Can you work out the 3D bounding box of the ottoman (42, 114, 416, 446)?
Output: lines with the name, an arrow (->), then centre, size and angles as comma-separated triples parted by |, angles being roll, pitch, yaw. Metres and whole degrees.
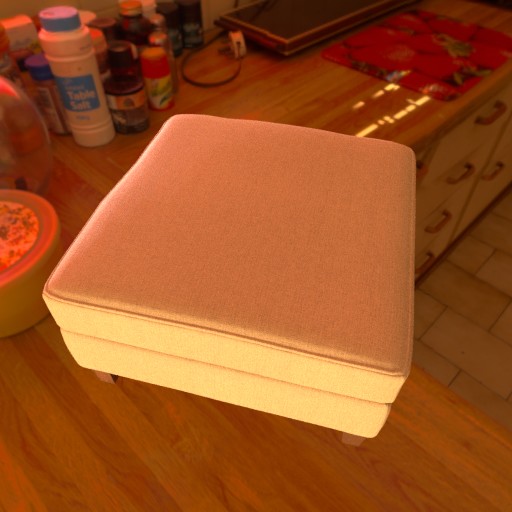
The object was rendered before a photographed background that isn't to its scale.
ottoman -> 0.000, 0.000, 1.330 | 0.838, 0.503, 0.838 | 11, 48, 10
